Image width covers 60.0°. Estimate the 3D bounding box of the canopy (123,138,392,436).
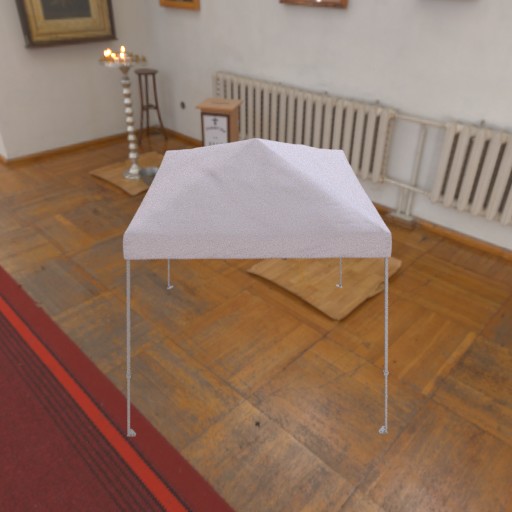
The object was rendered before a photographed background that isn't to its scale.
[{"bbox_3d":[0.000,0.000,5.333,2.849,2.850,2.850,0,31,-1],"label":"canopy"}]
